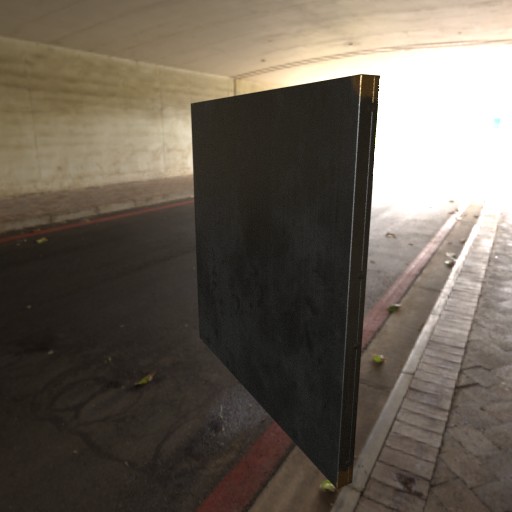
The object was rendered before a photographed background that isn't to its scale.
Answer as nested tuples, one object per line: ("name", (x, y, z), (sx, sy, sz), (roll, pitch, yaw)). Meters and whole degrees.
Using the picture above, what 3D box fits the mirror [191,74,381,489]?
("mirror", (0.000, 0.000, 0.552), (0.020, 0.381, 0.382), (-8, 17, -27))
